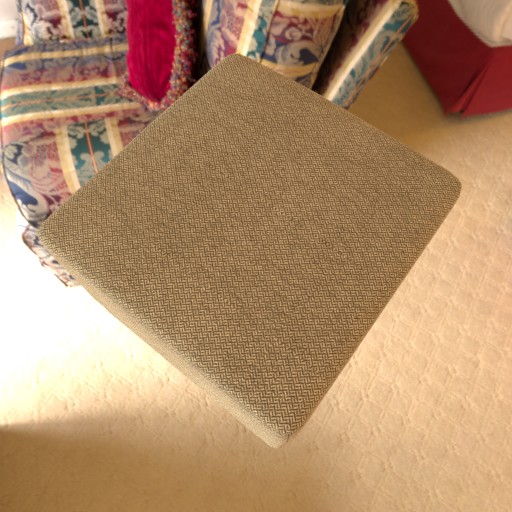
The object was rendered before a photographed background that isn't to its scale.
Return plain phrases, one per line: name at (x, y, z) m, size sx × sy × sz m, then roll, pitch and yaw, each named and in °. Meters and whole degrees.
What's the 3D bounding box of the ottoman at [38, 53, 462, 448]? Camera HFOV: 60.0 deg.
ottoman at (0.000, 0.000, 0.889) m, size 0.512 × 0.453 × 0.519 m, roll 35°, pitch 70°, yaw 15°
